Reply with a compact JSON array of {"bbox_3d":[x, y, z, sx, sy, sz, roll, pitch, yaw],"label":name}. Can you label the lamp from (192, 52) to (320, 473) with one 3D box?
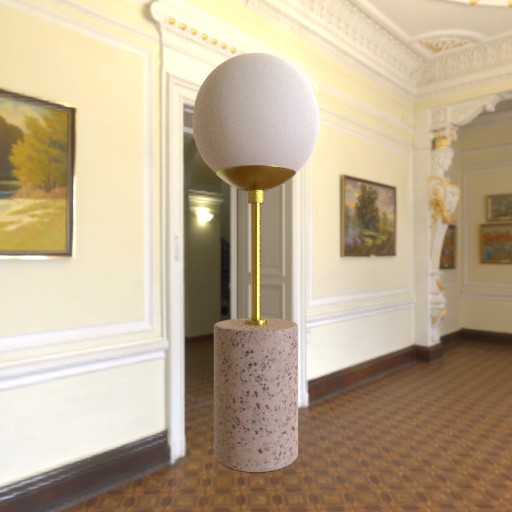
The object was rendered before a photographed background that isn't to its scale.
[{"bbox_3d":[0.000,0.000,0.540,0.153,0.480,0.153,0,0,0],"label":"lamp"}]
